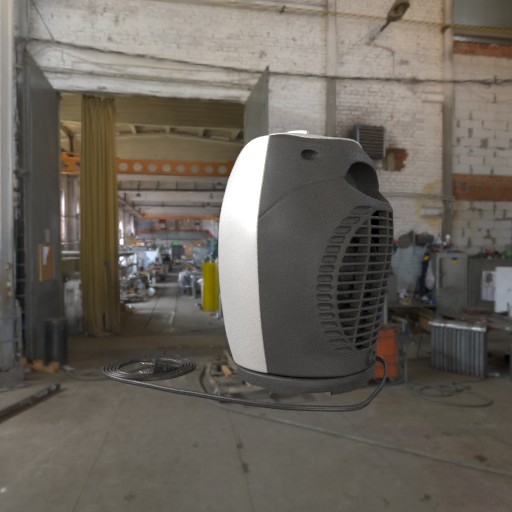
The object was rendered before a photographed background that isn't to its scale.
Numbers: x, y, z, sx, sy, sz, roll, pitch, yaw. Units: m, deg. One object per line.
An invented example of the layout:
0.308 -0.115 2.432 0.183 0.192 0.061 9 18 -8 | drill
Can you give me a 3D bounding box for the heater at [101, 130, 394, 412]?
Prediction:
0.000 0.000 0.489 0.291 0.255 0.239 1 1 36 | heater
